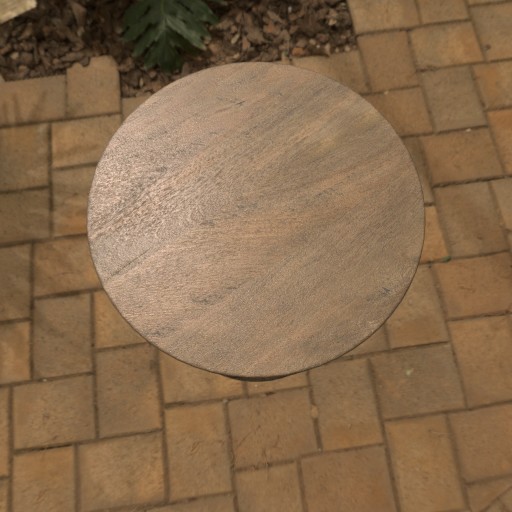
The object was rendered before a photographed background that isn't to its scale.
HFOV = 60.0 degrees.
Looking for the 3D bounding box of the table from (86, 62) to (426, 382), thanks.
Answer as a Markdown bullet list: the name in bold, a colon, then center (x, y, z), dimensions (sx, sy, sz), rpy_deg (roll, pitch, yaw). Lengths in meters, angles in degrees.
- **table**: center (0.000, 0.000, 0.747), dimensions (0.405, 0.454, 0.405), rpy_deg (0, 74, 0)
